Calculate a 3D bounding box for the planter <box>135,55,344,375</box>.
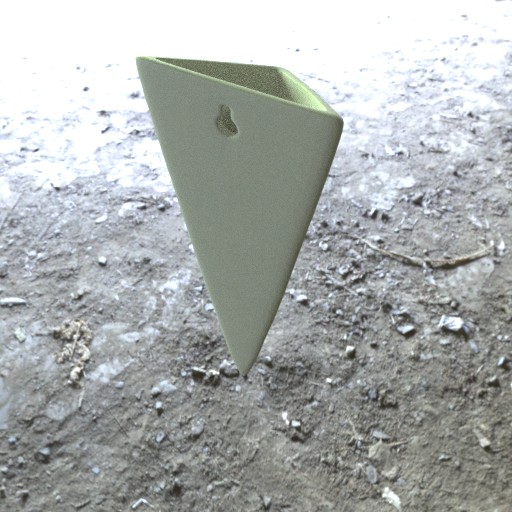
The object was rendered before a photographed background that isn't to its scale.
[{"bbox_3d":[0.000,0.000,0.390,0.143,0.338,0.065,25,52,22],"label":"planter"}]
